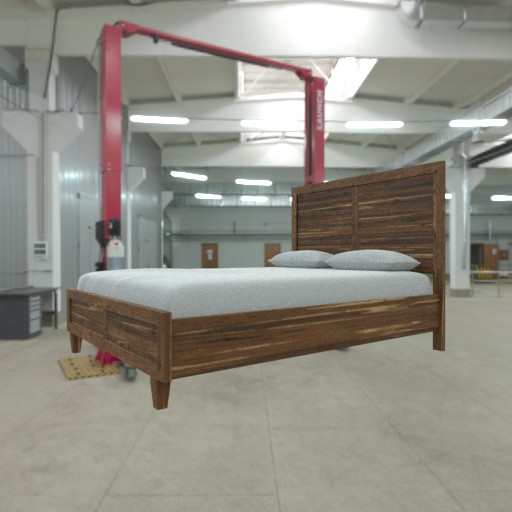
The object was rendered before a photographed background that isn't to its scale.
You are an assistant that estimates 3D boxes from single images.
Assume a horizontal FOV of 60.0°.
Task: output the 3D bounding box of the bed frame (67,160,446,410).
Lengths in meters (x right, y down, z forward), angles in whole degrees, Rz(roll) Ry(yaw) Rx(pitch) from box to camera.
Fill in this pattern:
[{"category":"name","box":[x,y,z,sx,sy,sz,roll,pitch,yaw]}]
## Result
[{"category":"bed frame","box":[0.000,0.000,3.317,2.276,1.417,1.696,0,0,-37]}]
